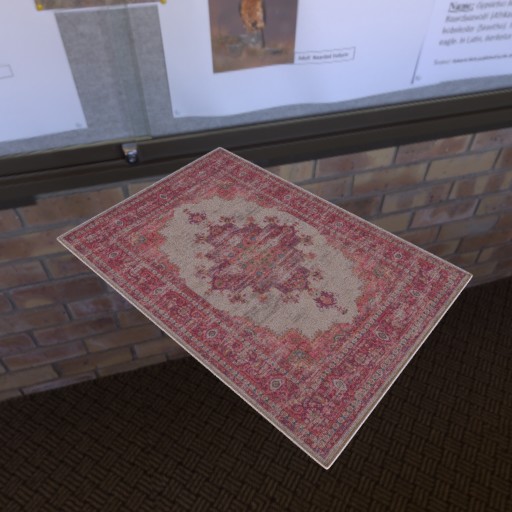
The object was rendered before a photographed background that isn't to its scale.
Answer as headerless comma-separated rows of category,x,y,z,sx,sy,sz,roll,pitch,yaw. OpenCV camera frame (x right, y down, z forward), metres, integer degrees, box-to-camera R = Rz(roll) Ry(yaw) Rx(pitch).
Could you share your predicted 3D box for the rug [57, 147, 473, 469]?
rug,0.000,0.000,3.699,2.878,0.014,2.005,32,53,28
